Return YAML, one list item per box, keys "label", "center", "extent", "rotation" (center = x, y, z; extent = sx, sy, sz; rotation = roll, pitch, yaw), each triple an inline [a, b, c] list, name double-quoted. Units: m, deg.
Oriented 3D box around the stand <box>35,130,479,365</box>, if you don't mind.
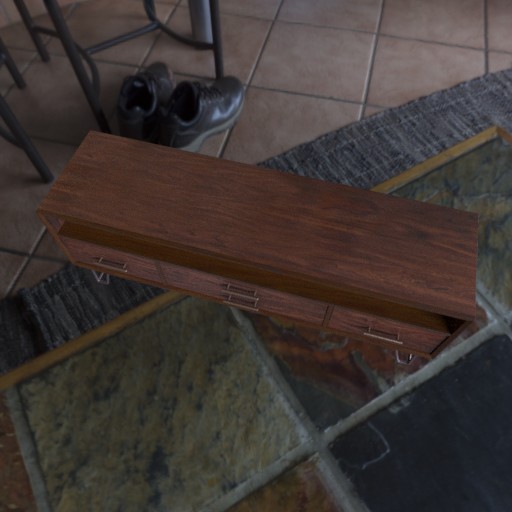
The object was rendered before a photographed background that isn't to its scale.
- label: "stand"
  center: [0.000, 0.000, 1.946]
  extent: [1.626, 0.610, 0.481]
  rotation: [14, 60, 8]
